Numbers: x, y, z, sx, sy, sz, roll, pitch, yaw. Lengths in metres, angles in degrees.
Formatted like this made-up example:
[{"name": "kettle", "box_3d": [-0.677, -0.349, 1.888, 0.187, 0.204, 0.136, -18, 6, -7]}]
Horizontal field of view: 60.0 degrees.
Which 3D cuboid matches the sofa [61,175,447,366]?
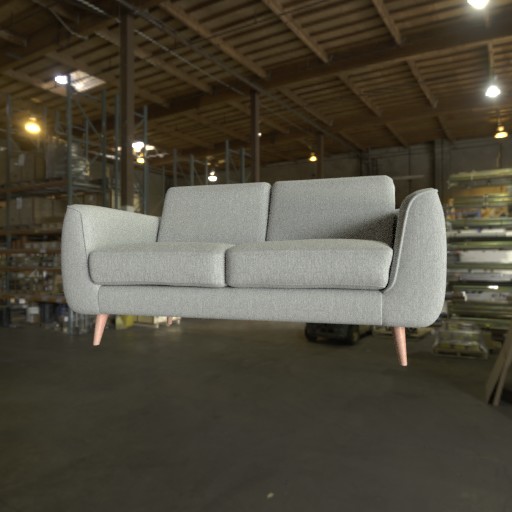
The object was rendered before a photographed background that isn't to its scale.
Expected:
[{"name": "sofa", "box_3d": [0.000, 0.000, 2.236, 1.700, 0.850, 0.920, 0, -1, 17]}]
